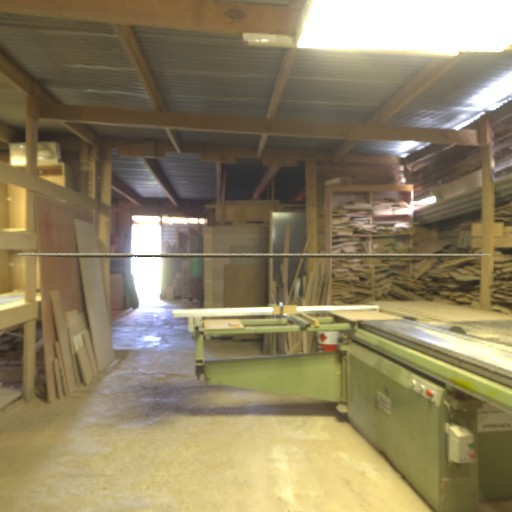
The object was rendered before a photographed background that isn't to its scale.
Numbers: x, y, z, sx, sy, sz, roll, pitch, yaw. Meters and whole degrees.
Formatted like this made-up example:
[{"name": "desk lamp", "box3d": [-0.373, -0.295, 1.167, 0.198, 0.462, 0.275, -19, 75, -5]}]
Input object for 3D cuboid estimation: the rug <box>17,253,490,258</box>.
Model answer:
[{"name": "rug", "box3d": [0.000, 0.000, 2.647, 2.435, 0.009, 0.750, 0, -1, -3]}]
